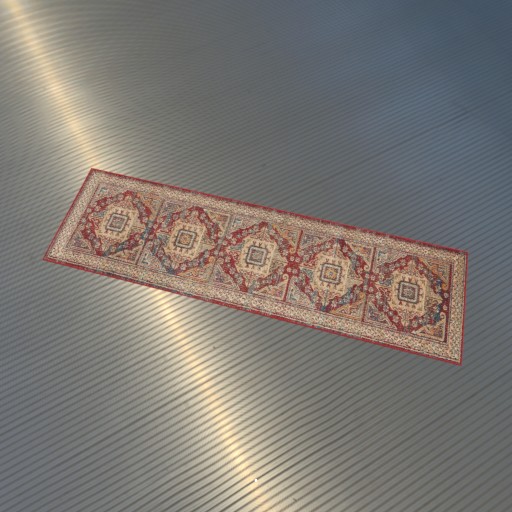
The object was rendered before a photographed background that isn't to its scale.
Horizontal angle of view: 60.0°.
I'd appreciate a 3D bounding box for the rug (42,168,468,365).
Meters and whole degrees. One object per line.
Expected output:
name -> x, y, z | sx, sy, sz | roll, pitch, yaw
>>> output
rug -> 0.000, 0.000, 2.481 | 2.292, 0.015, 0.659 | 13, 64, 7
